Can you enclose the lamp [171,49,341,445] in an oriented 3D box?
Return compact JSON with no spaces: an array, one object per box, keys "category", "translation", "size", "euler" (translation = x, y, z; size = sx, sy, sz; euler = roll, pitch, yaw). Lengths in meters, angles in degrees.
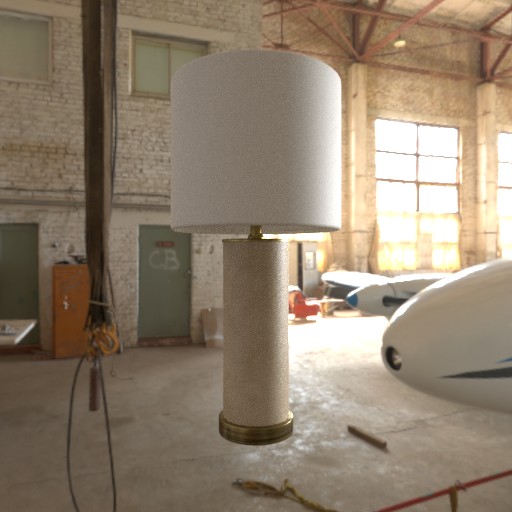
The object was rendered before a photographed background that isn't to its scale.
[{"category":"lamp","translation":[0.000,0.000,0.808],"size":[0.305,0.634,0.305],"euler":[0,0,17]}]
